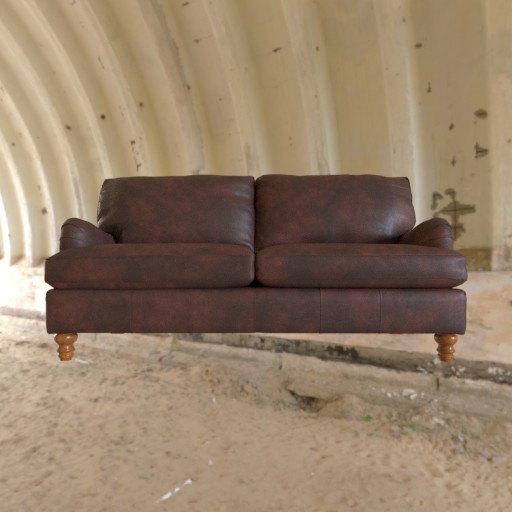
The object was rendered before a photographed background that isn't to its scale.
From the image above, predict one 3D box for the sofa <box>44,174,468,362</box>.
[{"bbox_3d":[0.000,0.000,2.742,2.144,1.071,1.147,0,0,1],"label":"sofa"}]
